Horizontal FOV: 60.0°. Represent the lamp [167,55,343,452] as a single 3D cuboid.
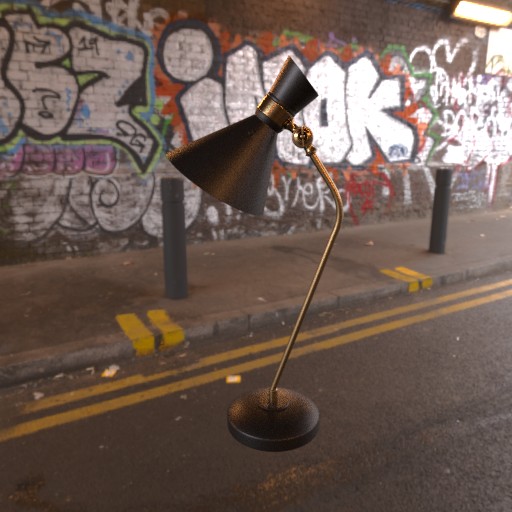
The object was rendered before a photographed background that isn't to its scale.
[{"bbox_3d":[0.000,0.000,0.772,0.292,0.647,0.189,2,13,9],"label":"lamp"}]
